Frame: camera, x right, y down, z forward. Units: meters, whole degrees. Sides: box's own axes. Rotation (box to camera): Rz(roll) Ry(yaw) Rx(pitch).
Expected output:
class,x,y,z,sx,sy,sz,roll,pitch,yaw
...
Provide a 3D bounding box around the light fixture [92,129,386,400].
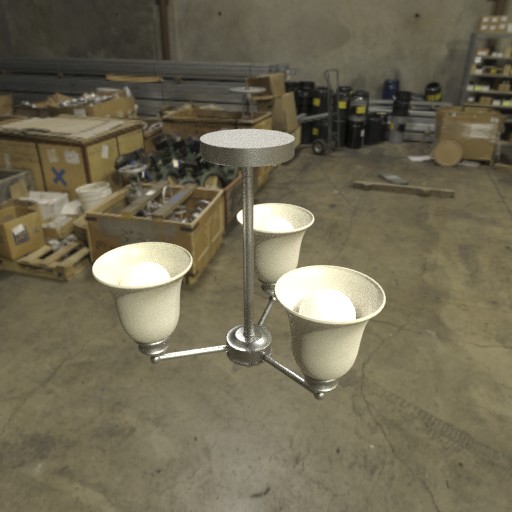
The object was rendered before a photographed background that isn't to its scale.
class,x,y,z,sx,sy,sz,roll,pitch,yaw
light fixture,0.000,0.000,0.677,0.388,0.370,0.354,8,27,15
